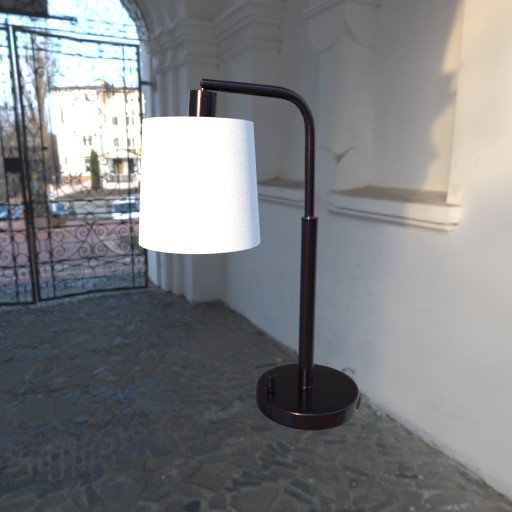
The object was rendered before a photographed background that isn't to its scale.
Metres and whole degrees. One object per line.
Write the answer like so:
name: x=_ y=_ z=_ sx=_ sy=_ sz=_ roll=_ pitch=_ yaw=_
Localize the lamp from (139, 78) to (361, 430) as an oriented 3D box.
lamp: x=0.000 y=0.000 z=0.654 sx=0.333 sy=0.489 sz=0.171 roll=-2 pitch=13 yaw=-9
